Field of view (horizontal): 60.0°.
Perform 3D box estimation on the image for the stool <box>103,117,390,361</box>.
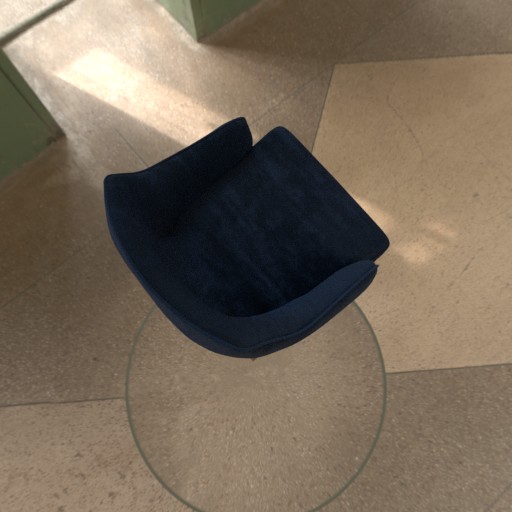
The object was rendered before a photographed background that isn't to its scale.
[{"bbox_3d":[0.000,0.000,1.289,0.560,0.940,0.550,-38,78,-10],"label":"stool"}]
